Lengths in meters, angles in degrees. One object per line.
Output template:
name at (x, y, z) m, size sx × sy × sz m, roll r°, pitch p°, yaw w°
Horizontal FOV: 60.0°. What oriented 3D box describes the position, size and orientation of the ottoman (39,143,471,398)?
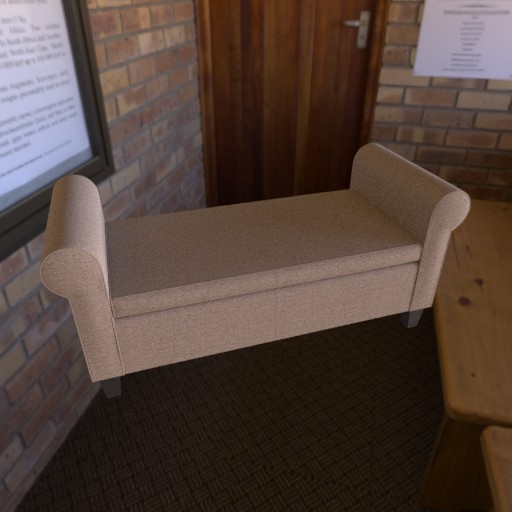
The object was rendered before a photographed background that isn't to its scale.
ottoman at (0.000, 0.000, 1.541) m, size 1.256 × 0.547 × 0.521 m, roll -10°, pitch 33°, yaw -15°
